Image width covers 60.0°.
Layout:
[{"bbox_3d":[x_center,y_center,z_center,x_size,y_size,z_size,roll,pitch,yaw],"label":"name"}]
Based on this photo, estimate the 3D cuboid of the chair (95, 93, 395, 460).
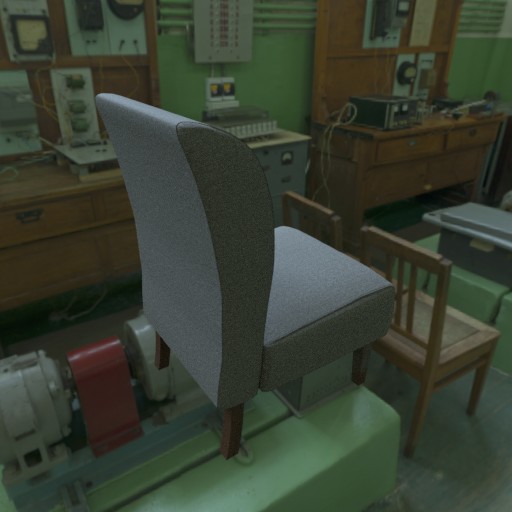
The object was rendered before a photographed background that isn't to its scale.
[{"bbox_3d":[0.000,0.000,1.164,0.592,0.804,0.513,-18,32,-31],"label":"chair"}]
